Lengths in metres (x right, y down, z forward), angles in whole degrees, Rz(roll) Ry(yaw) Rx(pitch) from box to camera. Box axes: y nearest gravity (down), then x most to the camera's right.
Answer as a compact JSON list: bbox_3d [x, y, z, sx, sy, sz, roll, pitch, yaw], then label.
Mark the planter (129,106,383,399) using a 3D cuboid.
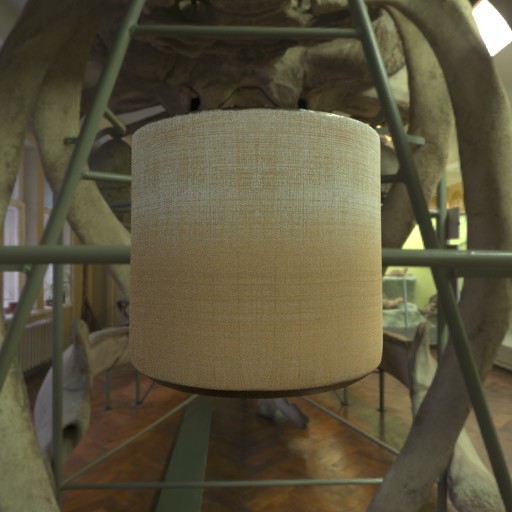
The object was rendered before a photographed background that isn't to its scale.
[{"bbox_3d":[0.000,0.000,0.402,0.221,0.201,0.221,0,0,0],"label":"planter"}]
